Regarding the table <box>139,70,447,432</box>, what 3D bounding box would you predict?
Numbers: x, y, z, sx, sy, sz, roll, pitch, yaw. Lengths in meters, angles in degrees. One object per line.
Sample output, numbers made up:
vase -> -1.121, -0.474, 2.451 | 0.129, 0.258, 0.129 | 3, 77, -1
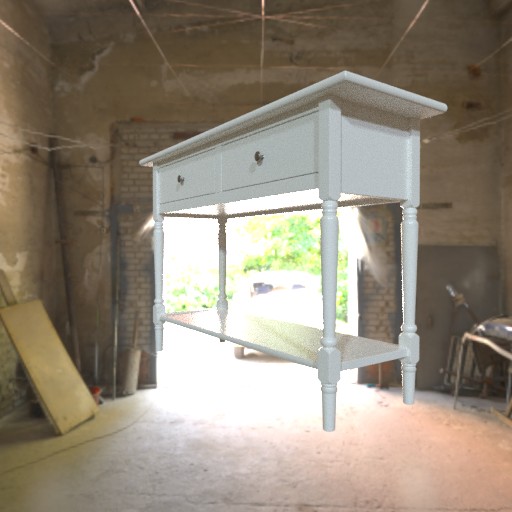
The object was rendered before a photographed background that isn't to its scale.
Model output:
table -> 0.000, 0.000, 1.542 | 0.386, 0.814, 1.191 | -1, 1, -36
